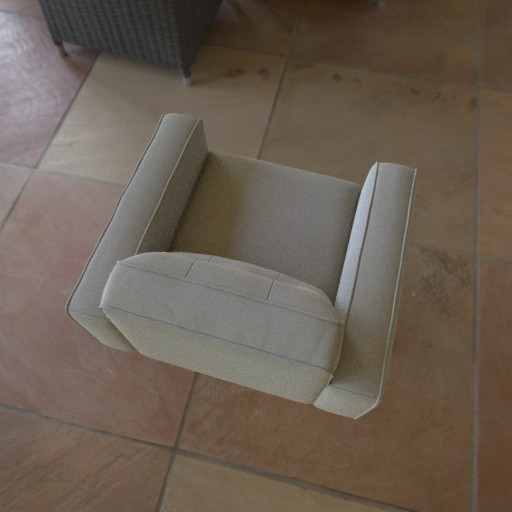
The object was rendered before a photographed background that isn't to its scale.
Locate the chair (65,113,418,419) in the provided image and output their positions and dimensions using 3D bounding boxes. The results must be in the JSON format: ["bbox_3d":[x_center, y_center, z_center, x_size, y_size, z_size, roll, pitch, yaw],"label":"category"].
[{"bbox_3d":[0.000,0.000,1.770,1.115,0.779,0.953,15,64,7],"label":"chair"}]
